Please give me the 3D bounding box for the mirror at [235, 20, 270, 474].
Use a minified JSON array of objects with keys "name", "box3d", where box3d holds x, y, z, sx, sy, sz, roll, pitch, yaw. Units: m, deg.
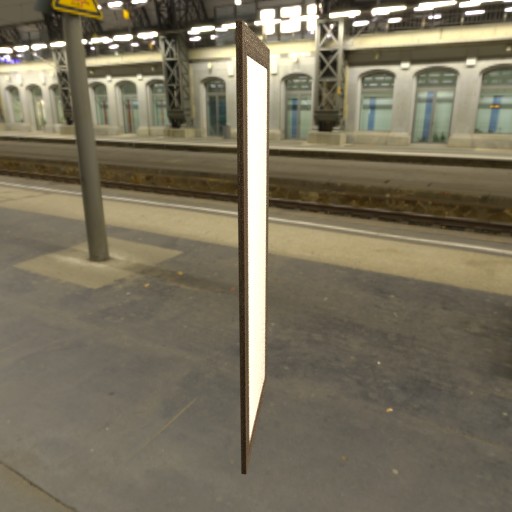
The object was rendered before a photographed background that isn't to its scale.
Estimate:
[{"name":"mirror","box3d":[0.000,0.000,2.280,0.025,2.032,0.812,3,18,8]}]
